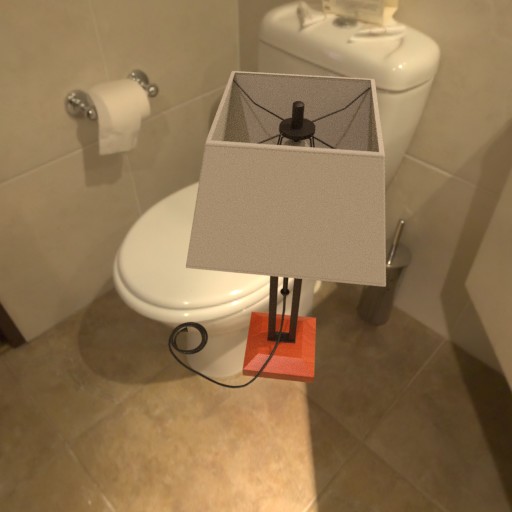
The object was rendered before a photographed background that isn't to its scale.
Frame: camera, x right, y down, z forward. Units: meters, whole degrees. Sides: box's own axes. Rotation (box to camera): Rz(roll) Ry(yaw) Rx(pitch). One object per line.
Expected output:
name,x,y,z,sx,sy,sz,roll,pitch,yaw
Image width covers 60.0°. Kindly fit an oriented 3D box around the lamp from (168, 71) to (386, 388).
lamp,0.000,0.000,0.986,0.498,0.737,0.310,5,47,5
